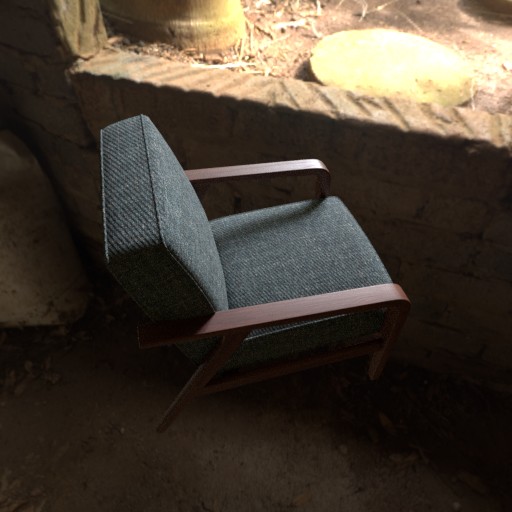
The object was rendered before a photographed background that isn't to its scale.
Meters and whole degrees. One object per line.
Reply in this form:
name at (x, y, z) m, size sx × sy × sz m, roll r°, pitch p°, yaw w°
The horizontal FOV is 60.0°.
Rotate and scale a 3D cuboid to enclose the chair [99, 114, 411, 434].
chair at (0.000, 0.000, 1.524) m, size 0.889 × 0.864 × 0.719 m, roll -11°, pitch 48°, yaw -10°
